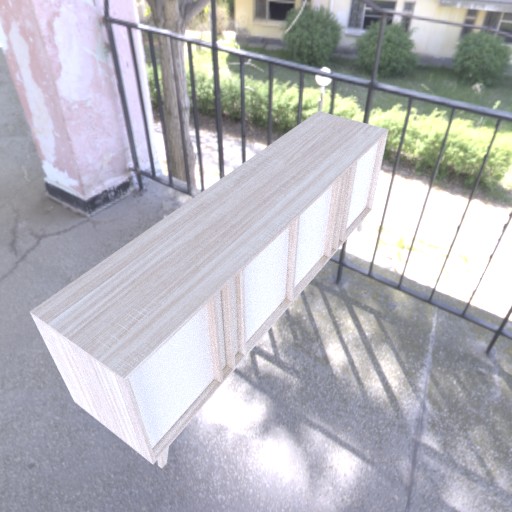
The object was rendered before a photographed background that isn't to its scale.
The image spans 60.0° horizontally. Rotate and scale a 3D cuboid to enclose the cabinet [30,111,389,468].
[{"bbox_3d":[0.000,0.000,2.460,0.500,0.780,2.200,24,47,25],"label":"cabinet"}]
